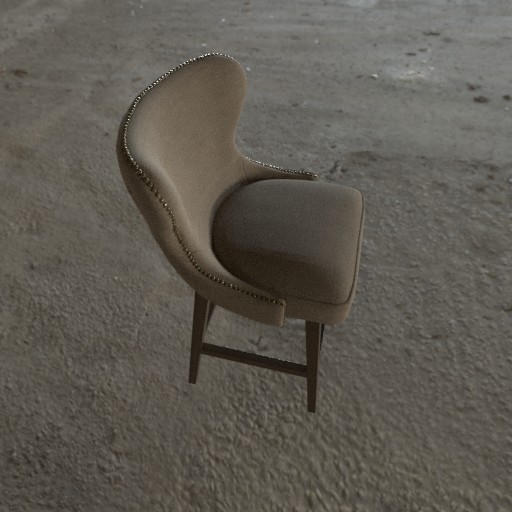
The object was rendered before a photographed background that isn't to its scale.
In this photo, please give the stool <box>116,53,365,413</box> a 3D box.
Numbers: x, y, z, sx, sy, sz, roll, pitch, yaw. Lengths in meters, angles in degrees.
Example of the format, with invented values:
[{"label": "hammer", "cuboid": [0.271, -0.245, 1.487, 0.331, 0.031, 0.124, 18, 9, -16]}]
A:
[{"label": "stool", "cuboid": [0.000, 0.000, 1.346, 0.597, 0.972, 0.615, 10, 48, 9]}]
